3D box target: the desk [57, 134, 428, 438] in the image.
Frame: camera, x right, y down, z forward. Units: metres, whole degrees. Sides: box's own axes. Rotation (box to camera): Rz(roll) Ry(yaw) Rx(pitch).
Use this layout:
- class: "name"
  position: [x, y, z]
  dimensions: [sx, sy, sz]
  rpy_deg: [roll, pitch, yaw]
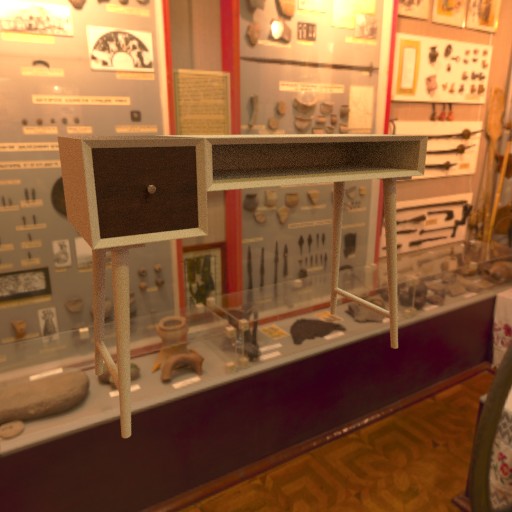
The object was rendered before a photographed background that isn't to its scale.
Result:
- class: "desk"
  position: [0.000, 0.000, 1.453]
  dimensions: [1.069, 0.761, 0.409]
  rpy_deg: [-9, 18, -29]
